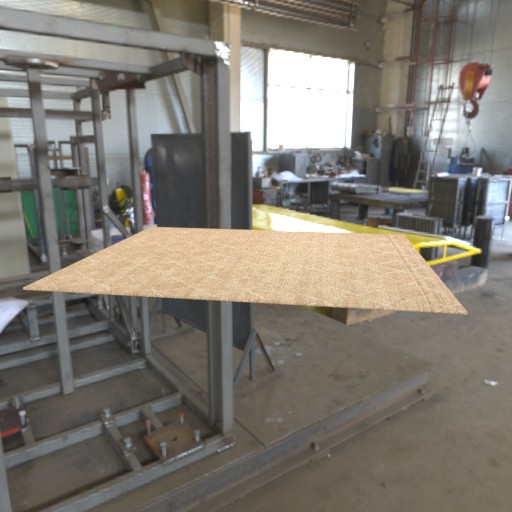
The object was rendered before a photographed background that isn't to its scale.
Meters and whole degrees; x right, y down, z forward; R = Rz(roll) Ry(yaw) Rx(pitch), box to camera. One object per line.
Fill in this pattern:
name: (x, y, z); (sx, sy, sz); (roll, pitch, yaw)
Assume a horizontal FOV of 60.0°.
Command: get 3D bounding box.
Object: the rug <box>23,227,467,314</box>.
rug: (0.000, 0.000, 4.134); (3.039, 0.019, 2.420); (2, 15, 9)
